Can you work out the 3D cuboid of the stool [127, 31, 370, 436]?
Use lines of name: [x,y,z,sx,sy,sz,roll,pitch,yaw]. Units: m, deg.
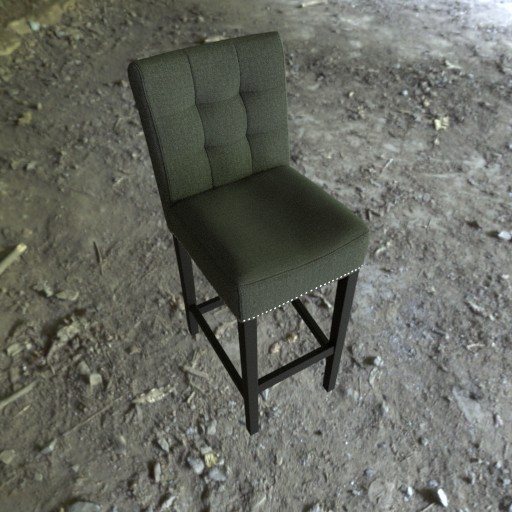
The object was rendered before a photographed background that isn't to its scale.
stool: [0.000,0.000,1.305,0.411,1.047,0.548,-22,50,-20]
